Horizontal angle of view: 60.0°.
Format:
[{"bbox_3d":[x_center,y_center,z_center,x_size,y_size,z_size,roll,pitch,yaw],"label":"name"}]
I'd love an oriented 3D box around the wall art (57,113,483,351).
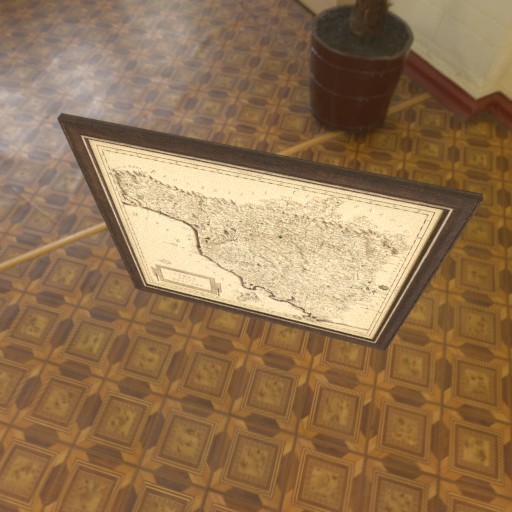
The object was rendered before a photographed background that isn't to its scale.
[{"bbox_3d":[0.000,0.000,1.412,1.033,0.875,0.023,13,57,8],"label":"wall art"}]
